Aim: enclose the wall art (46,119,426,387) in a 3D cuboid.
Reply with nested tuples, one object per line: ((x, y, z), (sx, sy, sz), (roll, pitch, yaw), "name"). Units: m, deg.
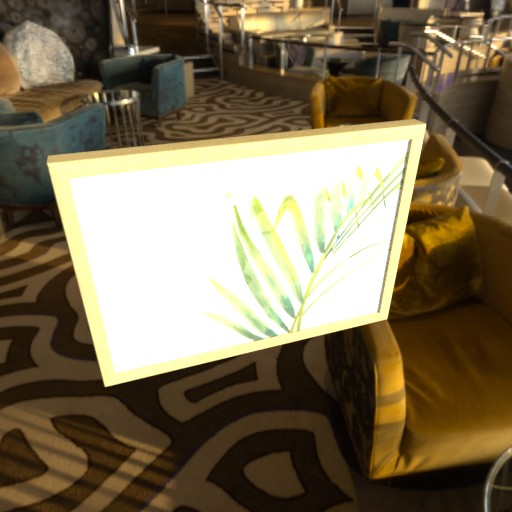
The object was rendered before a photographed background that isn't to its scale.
((0.000, 0.000, 0.709), (0.533, 0.381, 0.032), (-10, 33, -16), "wall art")
